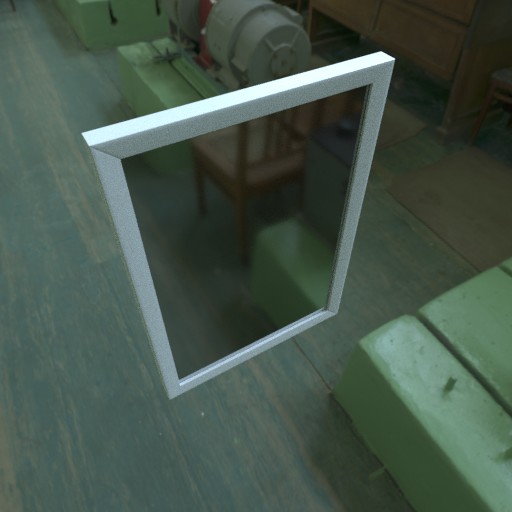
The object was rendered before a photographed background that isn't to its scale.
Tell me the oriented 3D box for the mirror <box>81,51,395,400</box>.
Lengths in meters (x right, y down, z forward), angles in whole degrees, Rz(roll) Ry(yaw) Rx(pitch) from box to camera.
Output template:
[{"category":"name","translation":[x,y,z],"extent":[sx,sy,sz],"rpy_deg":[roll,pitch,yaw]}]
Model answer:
[{"category":"mirror","translation":[0.000,0.000,0.911],"extent":[0.507,0.710,0.040],"rpy_deg":[-23,51,-20]}]
